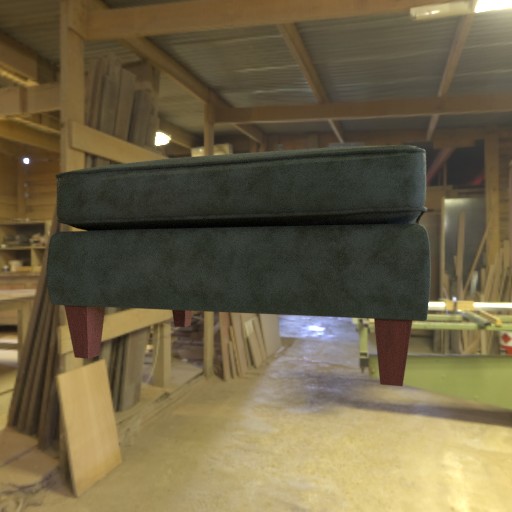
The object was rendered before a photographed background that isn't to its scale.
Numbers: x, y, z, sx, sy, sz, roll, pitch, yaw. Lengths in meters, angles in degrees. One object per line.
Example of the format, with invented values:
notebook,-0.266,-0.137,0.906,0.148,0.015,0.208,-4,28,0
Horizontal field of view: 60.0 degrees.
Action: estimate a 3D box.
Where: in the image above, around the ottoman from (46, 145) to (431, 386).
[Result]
ottoman,0.000,0.000,1.218,0.864,0.495,0.632,0,0,18
